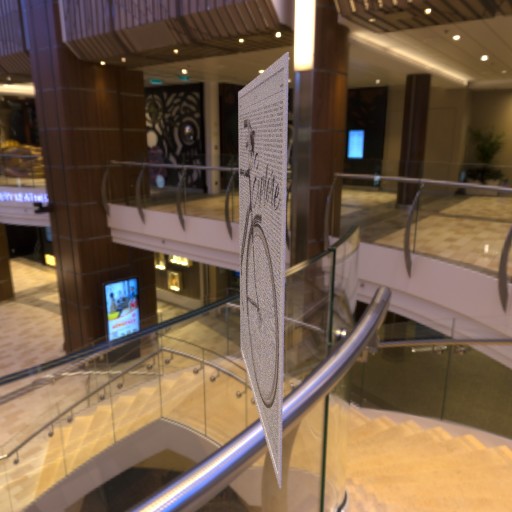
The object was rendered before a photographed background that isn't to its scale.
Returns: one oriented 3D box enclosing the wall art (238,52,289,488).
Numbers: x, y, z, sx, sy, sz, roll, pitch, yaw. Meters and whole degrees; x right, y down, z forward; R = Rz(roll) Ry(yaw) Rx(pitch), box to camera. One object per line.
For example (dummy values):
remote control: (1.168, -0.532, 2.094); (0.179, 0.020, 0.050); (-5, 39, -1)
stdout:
wall art: (0.000, 0.000, 0.813); (0.003, 0.610, 0.457); (-2, 15, -9)
